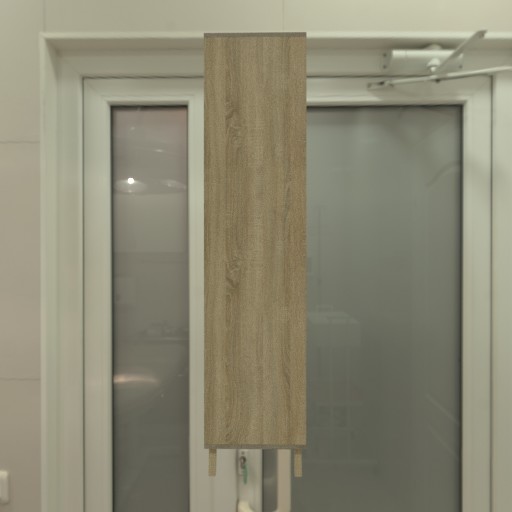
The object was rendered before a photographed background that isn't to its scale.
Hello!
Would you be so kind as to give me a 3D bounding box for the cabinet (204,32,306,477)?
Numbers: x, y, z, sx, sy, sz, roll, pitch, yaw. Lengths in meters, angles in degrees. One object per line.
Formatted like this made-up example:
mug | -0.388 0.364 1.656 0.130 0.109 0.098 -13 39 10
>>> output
cabinet | 0.000 0.000 2.202 0.450 1.960 0.510 0 0 1
